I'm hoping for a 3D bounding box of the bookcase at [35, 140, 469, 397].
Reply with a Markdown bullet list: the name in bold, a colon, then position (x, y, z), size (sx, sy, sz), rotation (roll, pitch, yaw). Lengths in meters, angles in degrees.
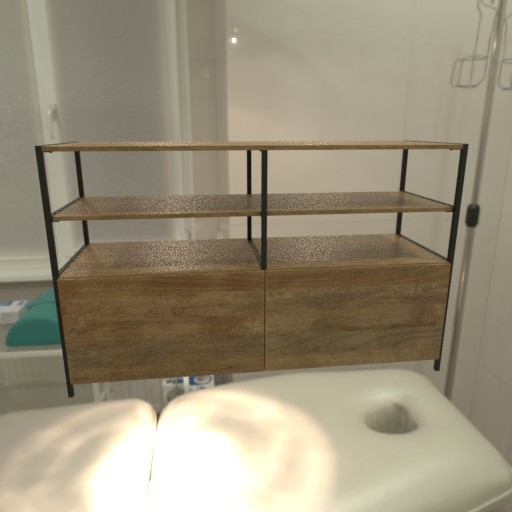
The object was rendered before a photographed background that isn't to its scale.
- **bookcase**: position (0.000, 0.000, 1.436), size (1.149, 0.712, 0.391), rotation (-2, 16, -7)
